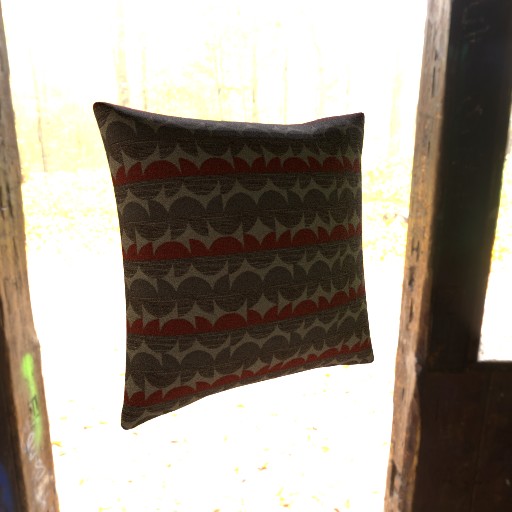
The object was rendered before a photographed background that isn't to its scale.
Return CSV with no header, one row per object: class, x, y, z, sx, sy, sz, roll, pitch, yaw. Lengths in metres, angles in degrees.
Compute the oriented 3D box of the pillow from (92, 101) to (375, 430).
pillow,0.000,0.000,0.636,0.420,0.410,0.180,-8,16,-27
